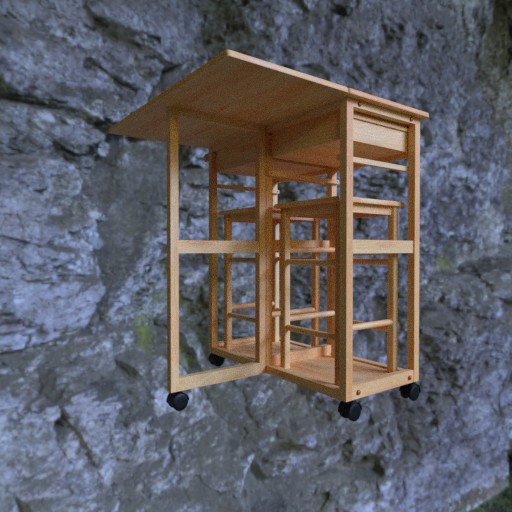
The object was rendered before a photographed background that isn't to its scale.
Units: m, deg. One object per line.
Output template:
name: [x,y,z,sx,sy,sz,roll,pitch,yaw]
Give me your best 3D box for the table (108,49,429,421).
table: [0.000,0.000,1.380,0.693,0.832,0.752,-1,1,-36]
